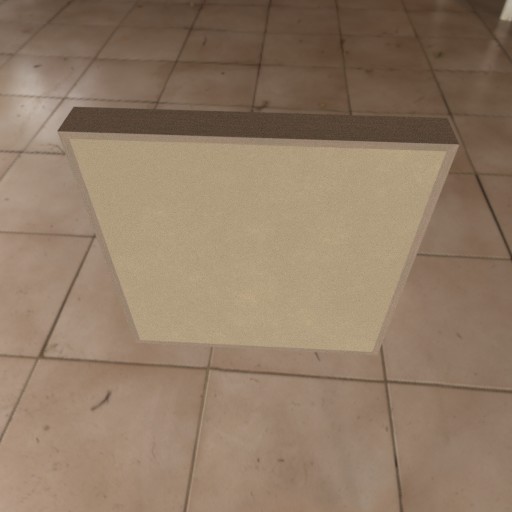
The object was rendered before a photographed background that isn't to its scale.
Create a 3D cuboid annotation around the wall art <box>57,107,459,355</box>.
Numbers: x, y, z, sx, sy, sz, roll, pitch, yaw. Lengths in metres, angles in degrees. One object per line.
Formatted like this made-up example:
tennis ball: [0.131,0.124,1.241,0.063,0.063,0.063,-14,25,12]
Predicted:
wall art: [0.000,0.000,0.459,0.304,0.303,0.038,2,47,2]
